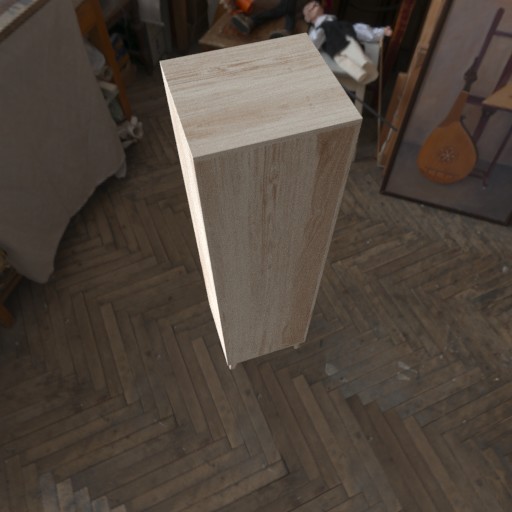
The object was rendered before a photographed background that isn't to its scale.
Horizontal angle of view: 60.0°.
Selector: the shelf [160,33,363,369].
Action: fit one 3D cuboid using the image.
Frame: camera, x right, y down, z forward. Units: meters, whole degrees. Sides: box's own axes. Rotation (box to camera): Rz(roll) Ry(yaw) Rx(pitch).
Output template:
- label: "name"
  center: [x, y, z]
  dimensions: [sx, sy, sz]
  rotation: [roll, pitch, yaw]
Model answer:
- label: "shelf"
  center: [0.000, 0.000, 2.197]
  dimensions: [0.510, 1.960, 0.450]
  rotation: [-15, 59, -9]
